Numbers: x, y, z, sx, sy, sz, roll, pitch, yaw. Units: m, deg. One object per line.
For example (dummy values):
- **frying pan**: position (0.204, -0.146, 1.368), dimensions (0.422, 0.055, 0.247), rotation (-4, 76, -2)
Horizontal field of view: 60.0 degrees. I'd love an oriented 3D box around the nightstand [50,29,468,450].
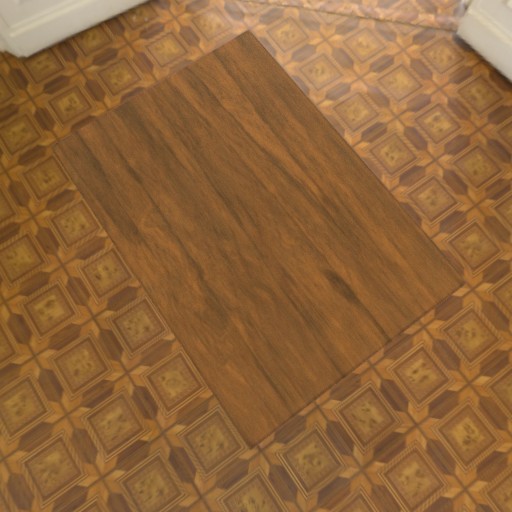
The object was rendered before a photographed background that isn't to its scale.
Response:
- **nightstand**: position (0.000, 0.000, 1.043), dimensions (0.458, 0.610, 0.610), rotation (-35, 77, -9)
